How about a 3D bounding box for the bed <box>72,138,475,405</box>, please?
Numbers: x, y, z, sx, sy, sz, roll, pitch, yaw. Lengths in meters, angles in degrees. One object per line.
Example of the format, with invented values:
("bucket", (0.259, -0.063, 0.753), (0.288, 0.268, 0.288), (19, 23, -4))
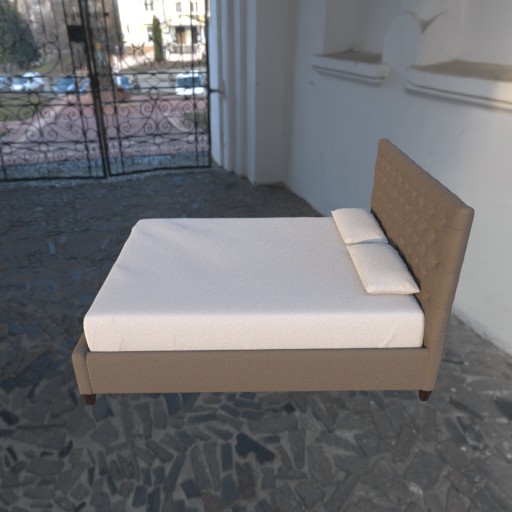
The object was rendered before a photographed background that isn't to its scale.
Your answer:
("bed", (0.000, 0.000, 3.429), (2.387, 1.427, 1.698), (0, 28, -1))
